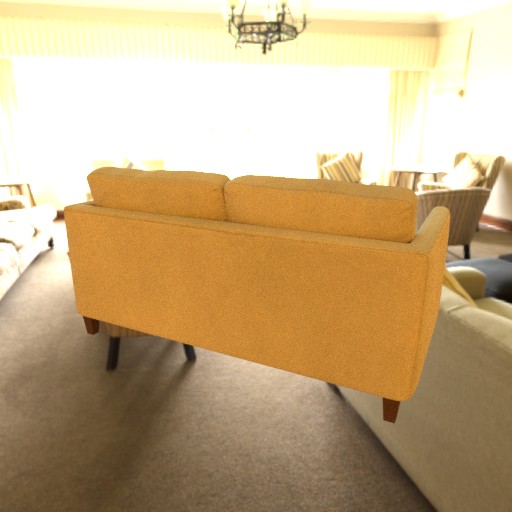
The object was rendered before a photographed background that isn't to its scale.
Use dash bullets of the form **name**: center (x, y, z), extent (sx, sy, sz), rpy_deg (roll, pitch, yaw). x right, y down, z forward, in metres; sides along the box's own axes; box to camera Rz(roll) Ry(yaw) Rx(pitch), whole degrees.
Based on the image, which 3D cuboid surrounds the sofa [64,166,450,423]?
- **sofa**: center (0.000, 0.000, 2.398), extent (1.846, 0.940, 0.950), rpy_deg (9, 19, 26)
